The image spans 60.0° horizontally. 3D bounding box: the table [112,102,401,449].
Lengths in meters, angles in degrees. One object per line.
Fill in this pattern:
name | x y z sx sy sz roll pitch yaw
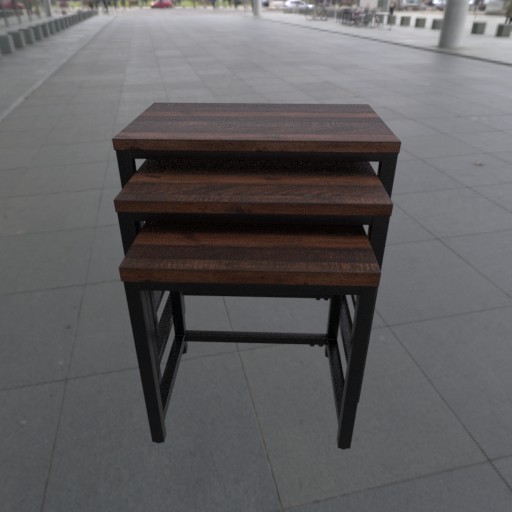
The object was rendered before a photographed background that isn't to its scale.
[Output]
table | 0.000 0.000 1.124 0.608 0.616 0.660 1 30 2
